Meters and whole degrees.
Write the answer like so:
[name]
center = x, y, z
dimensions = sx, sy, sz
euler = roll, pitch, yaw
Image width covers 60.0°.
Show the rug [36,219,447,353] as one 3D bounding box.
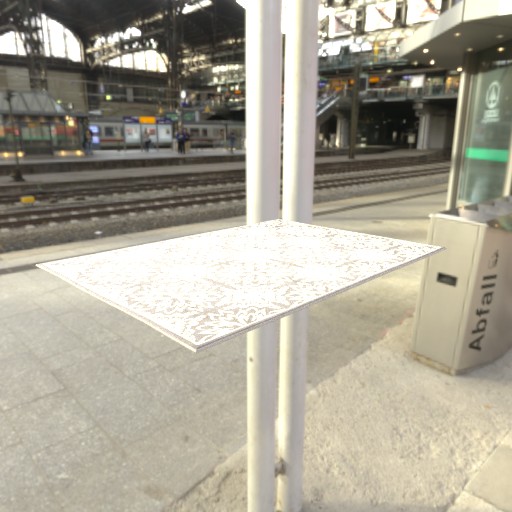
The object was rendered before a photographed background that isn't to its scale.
[rug]
center = 0.000, 0.000, 2.920
dimensions = 2.213, 0.014, 1.608
euler = -15, 21, -43
